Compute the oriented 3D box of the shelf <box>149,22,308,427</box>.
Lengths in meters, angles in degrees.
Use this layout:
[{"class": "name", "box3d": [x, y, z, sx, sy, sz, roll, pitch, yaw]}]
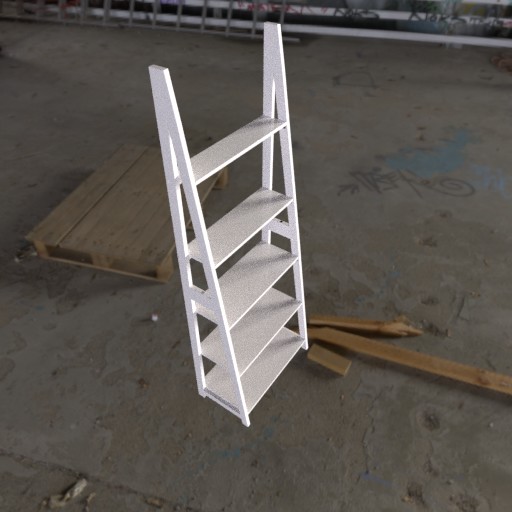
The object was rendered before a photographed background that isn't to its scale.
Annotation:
[{"class": "shelf", "box3d": [0.000, 0.000, 2.027, 0.341, 1.779, 0.636, 25, 47, 26]}]
